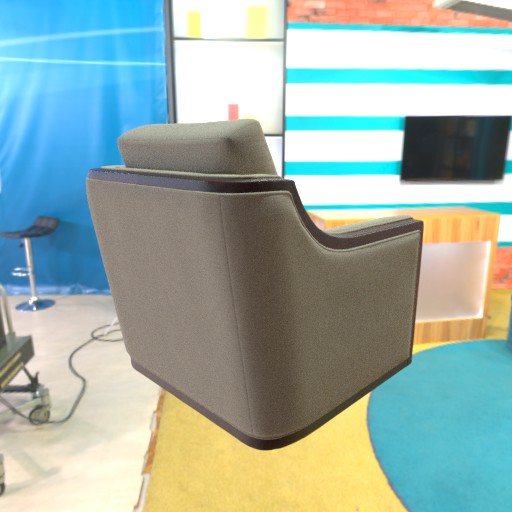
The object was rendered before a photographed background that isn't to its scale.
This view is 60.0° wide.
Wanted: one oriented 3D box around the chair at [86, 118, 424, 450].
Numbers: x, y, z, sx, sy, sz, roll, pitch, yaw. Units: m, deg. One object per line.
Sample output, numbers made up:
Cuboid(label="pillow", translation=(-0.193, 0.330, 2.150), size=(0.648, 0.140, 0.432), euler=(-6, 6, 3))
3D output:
Cuboid(label="chair", translation=(0.000, 0.000, 1.635), size=(0.950, 0.930, 0.870), euler=(-13, 19, -43))
